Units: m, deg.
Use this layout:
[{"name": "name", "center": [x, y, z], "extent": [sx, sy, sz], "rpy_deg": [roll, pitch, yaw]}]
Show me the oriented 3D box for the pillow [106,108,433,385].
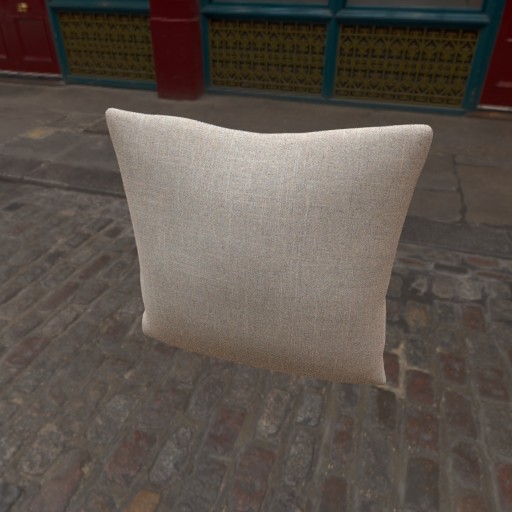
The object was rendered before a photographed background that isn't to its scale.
[{"name": "pillow", "center": [0.000, 0.000, 0.875], "extent": [0.578, 0.558, 0.192], "rpy_deg": [9, 33, 14]}]
